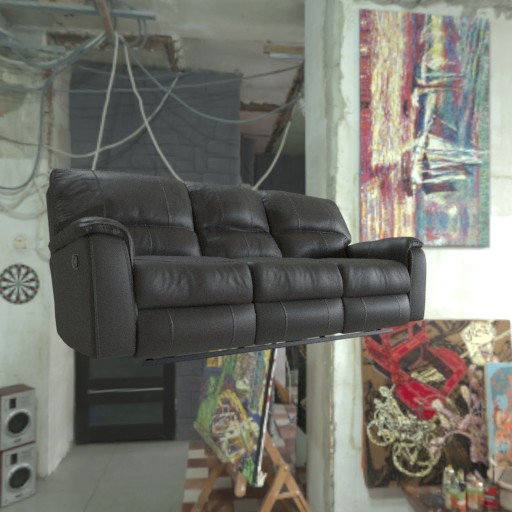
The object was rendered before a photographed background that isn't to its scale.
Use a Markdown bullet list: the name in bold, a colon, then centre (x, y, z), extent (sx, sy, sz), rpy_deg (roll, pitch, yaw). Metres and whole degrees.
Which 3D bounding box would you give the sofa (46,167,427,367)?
- **sofa**: centre (0.000, 0.000, 3.102), extent (2.627, 1.134, 1.104), rpy_deg (1, -2, -36)
